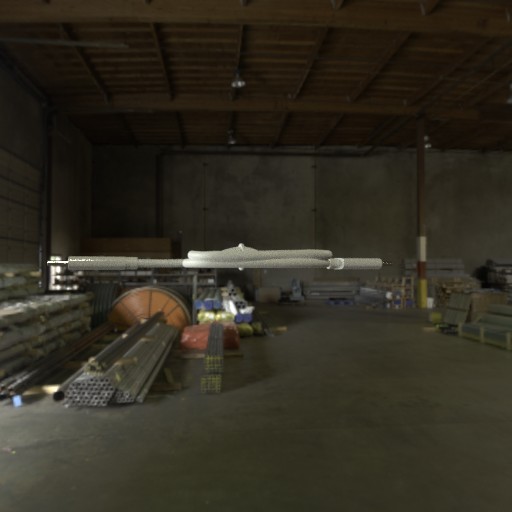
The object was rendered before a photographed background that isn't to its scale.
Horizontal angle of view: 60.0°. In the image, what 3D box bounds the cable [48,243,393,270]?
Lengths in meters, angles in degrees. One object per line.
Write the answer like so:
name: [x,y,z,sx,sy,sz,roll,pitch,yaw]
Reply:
cable: [0.000,0.000,0.212,0.186,0.014,0.070,0,-1,-19]
